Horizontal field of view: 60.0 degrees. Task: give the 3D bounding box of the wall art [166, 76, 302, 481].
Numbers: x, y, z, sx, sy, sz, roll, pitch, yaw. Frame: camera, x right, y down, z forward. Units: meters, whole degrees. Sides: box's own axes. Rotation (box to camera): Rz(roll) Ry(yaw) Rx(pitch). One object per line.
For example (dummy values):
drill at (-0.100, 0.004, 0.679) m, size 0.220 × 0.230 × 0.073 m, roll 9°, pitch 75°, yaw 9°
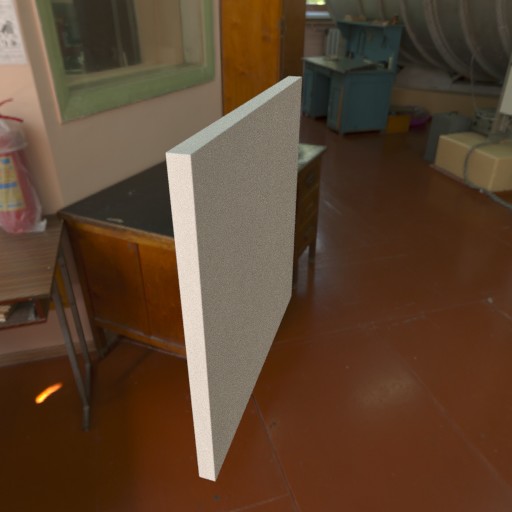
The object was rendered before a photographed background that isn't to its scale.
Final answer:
wall art at (0.000, 0.000, 1.141) m, size 0.040 × 0.762 × 0.762 m, roll 9°, pitch 31°, yaw 15°
